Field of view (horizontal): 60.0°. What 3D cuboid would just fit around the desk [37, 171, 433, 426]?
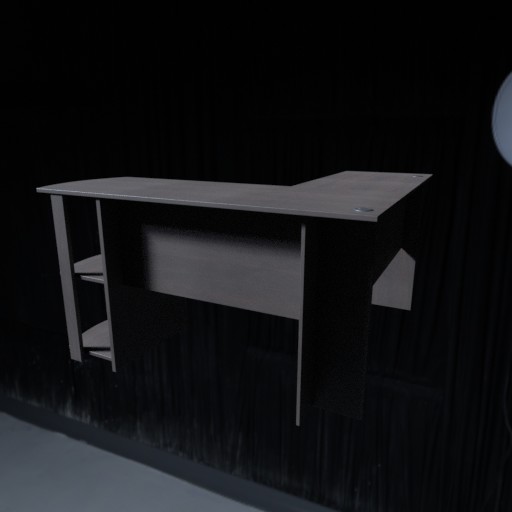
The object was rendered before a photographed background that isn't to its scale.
[{"bbox_3d":[0.000,0.000,2.093,1.361,0.716,1.303,8,17,26],"label":"desk"}]
